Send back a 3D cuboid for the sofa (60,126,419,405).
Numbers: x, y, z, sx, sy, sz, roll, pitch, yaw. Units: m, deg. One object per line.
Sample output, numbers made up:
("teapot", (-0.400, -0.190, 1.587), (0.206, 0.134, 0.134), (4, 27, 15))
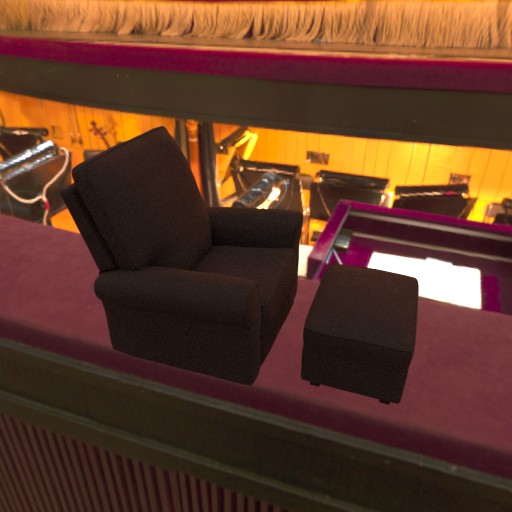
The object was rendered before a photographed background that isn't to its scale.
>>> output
("sofa", (0.000, 0.000, 2.048), (1.478, 0.959, 0.880), (10, 32, 17))
